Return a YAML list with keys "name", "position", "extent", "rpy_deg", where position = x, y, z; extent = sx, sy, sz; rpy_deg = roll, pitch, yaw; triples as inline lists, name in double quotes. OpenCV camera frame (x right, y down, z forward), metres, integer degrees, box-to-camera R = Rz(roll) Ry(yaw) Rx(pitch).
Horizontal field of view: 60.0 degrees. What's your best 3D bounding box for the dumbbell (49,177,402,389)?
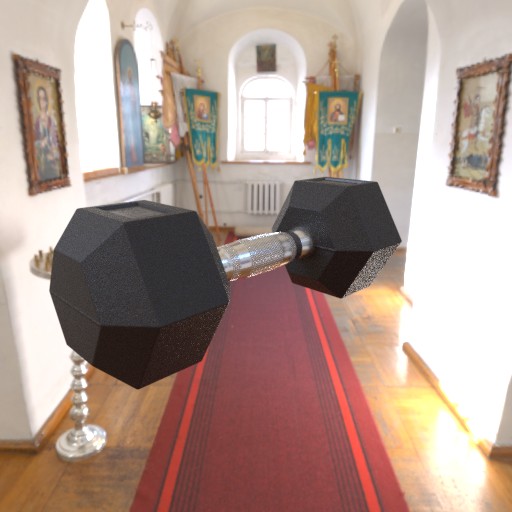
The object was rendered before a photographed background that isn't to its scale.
- name: "dumbbell"
  position: [0.000, 0.000, 0.427]
  extent: [0.356, 0.123, 0.141]
  rpy_deg: [-15, 22, -42]
